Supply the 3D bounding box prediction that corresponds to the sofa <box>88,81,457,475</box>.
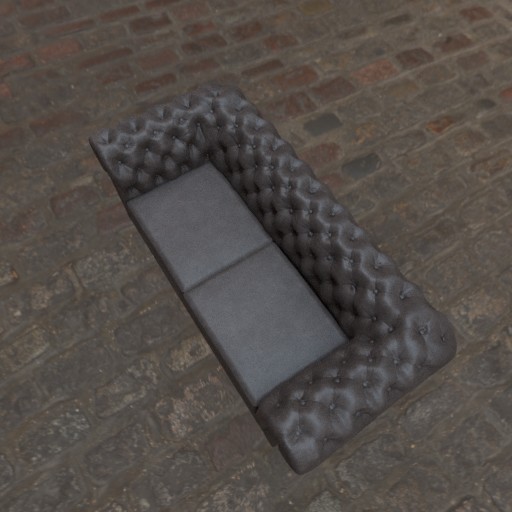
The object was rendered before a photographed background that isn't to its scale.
[{"bbox_3d":[0.000,0.000,2.464,0.944,0.779,2.048,-30,66,-15],"label":"sofa"}]
